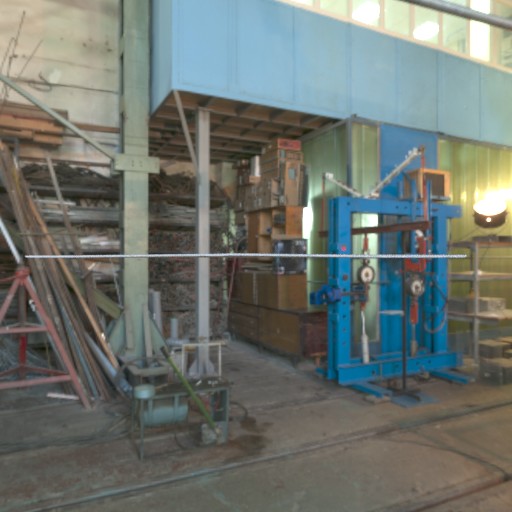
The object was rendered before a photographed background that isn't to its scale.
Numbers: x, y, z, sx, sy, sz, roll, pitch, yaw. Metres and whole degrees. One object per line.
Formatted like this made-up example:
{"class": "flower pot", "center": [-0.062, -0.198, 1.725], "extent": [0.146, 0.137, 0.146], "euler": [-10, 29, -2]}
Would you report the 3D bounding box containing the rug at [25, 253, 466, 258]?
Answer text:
{"class": "rug", "center": [0.000, 0.000, 2.237], "extent": [1.792, 0.021, 1.154], "euler": [0, 0, 18]}
